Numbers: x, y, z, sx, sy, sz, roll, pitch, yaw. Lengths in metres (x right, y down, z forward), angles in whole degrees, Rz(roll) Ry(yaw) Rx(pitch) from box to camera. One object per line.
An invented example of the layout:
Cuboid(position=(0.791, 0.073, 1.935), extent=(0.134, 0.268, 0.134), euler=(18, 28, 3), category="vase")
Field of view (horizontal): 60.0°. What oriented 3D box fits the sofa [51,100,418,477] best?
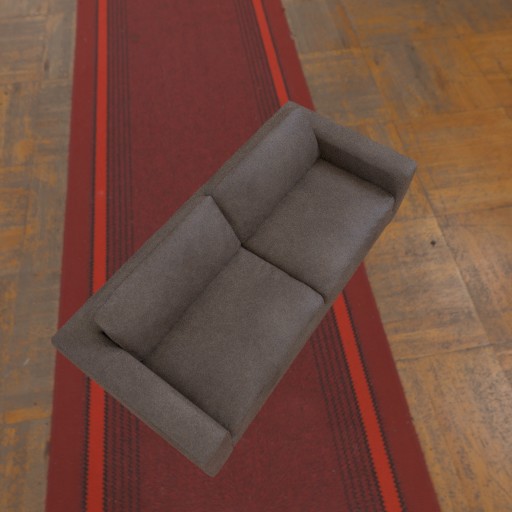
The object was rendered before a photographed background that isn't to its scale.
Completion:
Cuboid(position=(0.000, 0.000, 2.752), extent=(1.070, 0.801, 2.262), euler=(32, 64, 17), category="sofa")
